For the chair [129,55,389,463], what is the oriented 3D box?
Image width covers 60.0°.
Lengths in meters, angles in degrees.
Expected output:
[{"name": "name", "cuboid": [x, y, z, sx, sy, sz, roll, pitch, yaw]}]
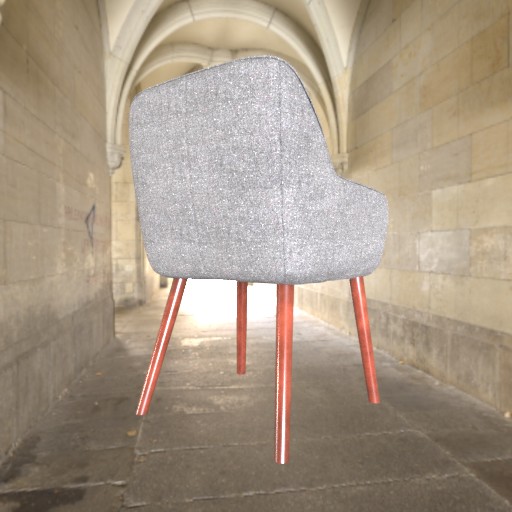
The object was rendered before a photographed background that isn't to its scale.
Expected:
[{"name": "chair", "cuboid": [0.000, 0.000, 1.167, 0.543, 0.803, 0.519, 1, 1, 36]}]
